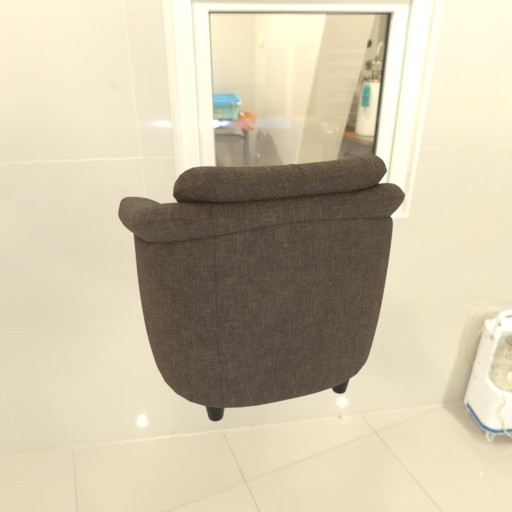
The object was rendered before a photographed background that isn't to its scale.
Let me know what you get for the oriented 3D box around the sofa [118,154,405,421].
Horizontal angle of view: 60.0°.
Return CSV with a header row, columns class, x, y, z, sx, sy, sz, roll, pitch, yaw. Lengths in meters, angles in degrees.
class,x,y,z,sx,sy,sz,roll,pitch,yaw
sofa,0.000,0.000,1.520,0.870,0.811,0.794,-7,27,-15
